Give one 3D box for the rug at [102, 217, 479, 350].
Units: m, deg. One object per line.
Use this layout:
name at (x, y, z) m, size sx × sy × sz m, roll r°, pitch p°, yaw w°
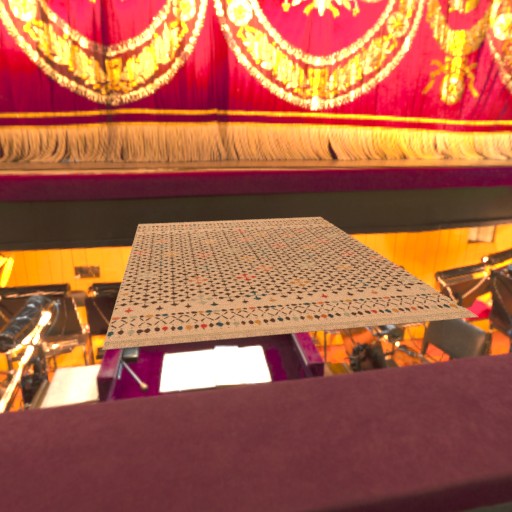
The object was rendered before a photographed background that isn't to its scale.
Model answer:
rug at (0.000, 0.000, 2.038) m, size 1.146 × 0.006 × 1.556 m, roll -3°, pitch 17°, yaw -10°
